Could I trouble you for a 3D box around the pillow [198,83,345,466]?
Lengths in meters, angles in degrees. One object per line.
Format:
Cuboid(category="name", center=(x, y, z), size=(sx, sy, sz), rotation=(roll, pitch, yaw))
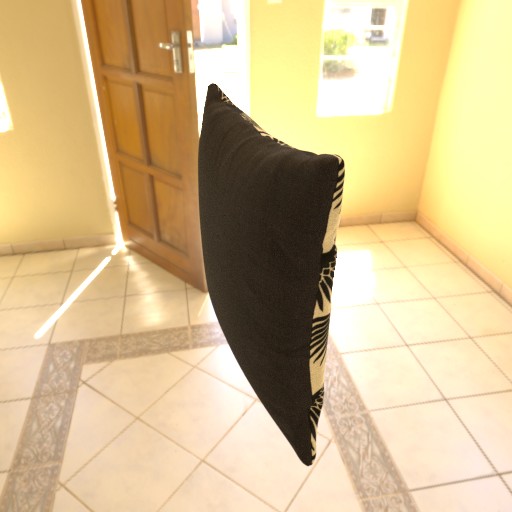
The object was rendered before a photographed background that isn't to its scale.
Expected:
Cuboid(category="pillow", center=(0.000, 0.000, 0.672), size=(0.139, 0.432, 0.432), rotation=(-10, 32, -17))
